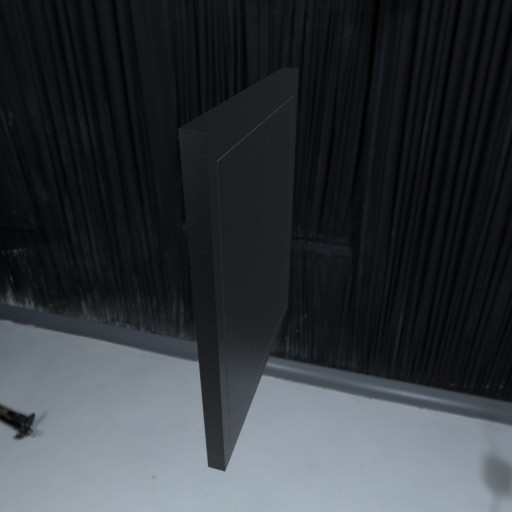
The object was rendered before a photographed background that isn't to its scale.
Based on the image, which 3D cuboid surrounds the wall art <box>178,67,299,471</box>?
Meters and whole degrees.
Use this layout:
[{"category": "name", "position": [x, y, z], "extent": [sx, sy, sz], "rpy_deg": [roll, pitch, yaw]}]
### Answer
[{"category": "wall art", "position": [0.000, 0.000, 0.782], "extent": [0.031, 0.558, 0.461], "rpy_deg": [9, 32, 14]}]
